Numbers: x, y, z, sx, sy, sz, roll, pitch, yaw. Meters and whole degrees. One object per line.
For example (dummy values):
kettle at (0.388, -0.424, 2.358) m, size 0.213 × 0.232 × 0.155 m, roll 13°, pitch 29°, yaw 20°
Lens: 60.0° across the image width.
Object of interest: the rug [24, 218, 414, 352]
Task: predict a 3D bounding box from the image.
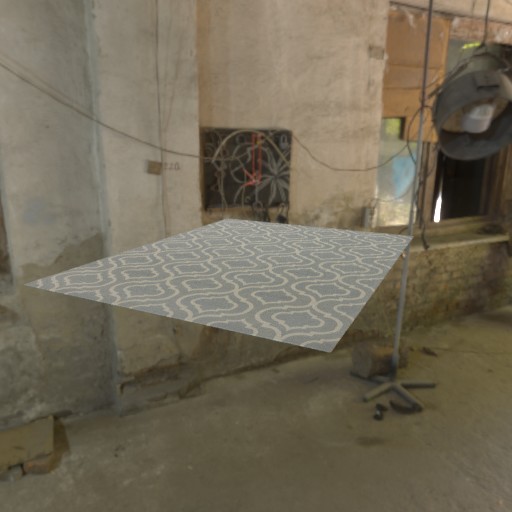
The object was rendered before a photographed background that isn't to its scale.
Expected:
rug at (0.000, 0.000, 3.942) m, size 2.283 × 0.006 × 2.892 m, roll 8°, pitch 17°, yaw 26°
